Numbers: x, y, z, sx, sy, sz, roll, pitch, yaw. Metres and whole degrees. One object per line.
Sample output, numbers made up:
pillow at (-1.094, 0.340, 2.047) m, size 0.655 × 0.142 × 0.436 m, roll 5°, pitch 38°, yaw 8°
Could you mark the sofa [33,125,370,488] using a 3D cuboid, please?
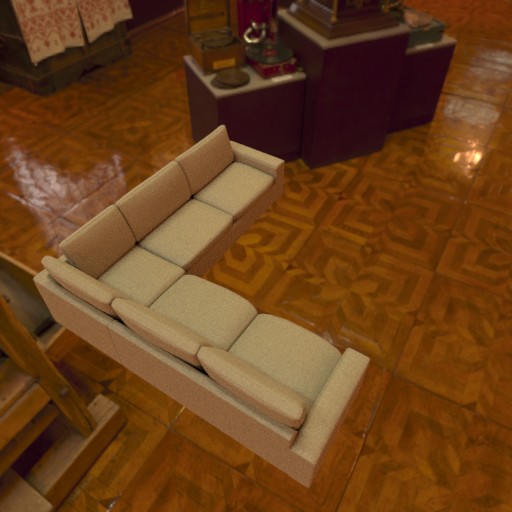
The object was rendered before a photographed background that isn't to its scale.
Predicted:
sofa at (0.000, 0.000, 4.063) m, size 2.622 × 0.800 × 2.742 m, roll 25°, pitch 51°, yaw 22°
